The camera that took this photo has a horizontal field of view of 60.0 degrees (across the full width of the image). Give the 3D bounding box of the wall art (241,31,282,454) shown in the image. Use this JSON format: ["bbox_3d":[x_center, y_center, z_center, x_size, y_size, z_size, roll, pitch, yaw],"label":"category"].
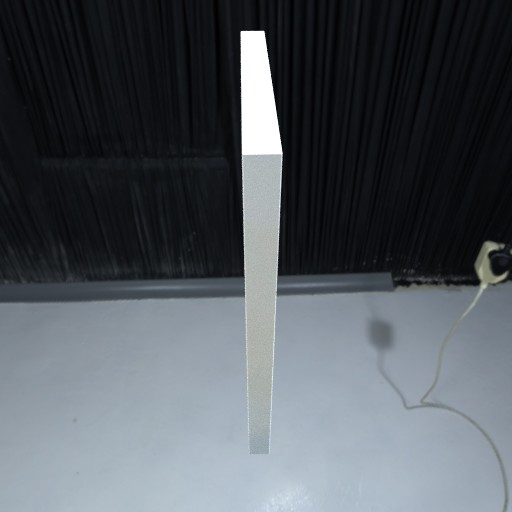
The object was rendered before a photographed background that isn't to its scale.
[{"bbox_3d":[0.000,0.000,0.766,0.038,0.611,0.408,-1,41,-1],"label":"wall art"}]
